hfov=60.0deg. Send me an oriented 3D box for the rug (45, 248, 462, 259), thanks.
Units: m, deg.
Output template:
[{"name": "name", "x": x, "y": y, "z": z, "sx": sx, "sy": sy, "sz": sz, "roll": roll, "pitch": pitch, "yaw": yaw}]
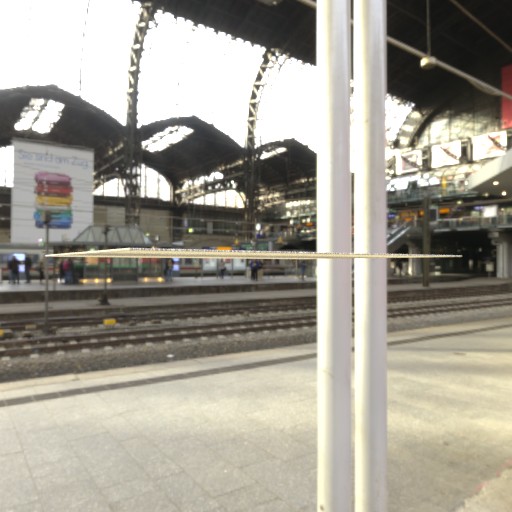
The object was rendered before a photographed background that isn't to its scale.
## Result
[{"name": "rug", "x": 0.000, "y": 0.000, "z": 2.315, "sx": 1.815, "sy": 0.007, "sz": 1.226, "roll": 1, "pitch": -1, "yaw": -36}]
